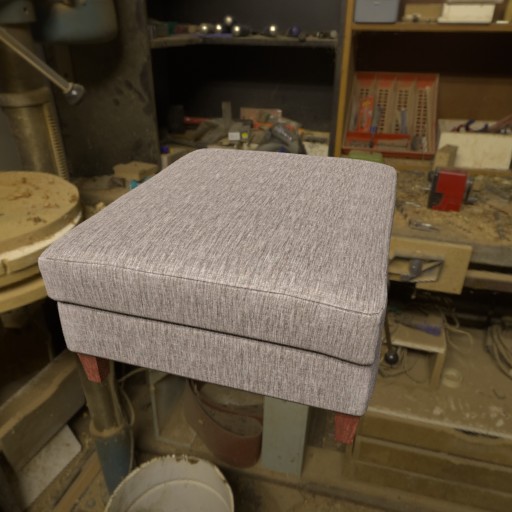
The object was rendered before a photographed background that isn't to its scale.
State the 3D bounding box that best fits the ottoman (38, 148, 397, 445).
[{"bbox_3d":[0.000,0.000,1.459,0.839,0.492,0.994,8,30,15],"label":"ottoman"}]
